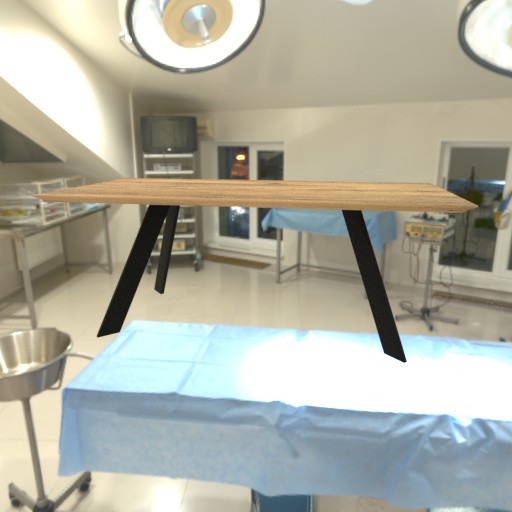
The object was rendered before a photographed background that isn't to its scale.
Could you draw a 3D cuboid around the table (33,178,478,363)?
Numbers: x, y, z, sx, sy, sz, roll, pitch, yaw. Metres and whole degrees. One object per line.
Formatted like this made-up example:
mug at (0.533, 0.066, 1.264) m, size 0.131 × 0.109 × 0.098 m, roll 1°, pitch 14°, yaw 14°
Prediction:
table at (0.000, 0.000, 2.530) m, size 2.000 × 0.770 × 1.000 m, roll 3°, pitch 15°, yaw 10°
